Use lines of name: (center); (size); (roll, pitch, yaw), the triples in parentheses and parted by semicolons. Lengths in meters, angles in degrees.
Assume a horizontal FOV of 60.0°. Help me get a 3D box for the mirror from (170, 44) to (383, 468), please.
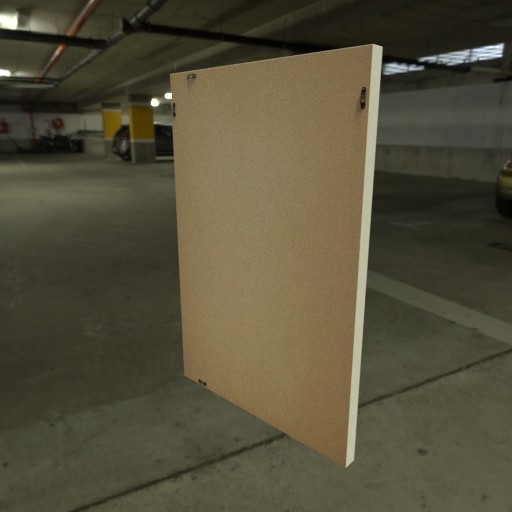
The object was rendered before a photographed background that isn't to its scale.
mirror: (0.000, 0.000, 1.133); (0.609, 0.914, 0.041); (14, 21, 41)
